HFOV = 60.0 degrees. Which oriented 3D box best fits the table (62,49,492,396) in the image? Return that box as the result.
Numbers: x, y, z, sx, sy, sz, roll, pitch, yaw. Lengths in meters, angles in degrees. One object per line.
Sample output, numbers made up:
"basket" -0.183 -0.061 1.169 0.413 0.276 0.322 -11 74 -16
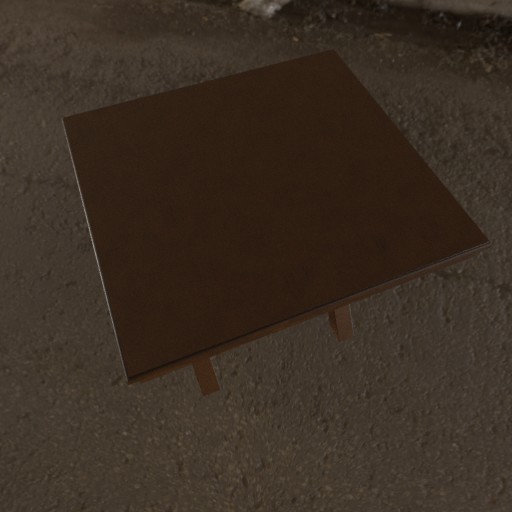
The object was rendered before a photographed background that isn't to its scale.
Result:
"table" 0.000 0.000 1.031 0.602 0.562 0.560 -19 60 -11
